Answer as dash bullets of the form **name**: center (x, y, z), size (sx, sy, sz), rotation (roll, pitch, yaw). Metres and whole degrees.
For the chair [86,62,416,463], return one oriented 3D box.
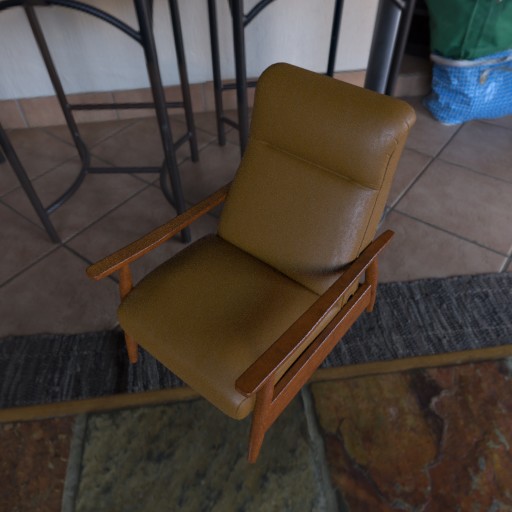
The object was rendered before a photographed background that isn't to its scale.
- **chair**: center (0.000, 0.000, 1.745), size (0.762, 1.082, 1.014), rotation (30, 53, 26)
